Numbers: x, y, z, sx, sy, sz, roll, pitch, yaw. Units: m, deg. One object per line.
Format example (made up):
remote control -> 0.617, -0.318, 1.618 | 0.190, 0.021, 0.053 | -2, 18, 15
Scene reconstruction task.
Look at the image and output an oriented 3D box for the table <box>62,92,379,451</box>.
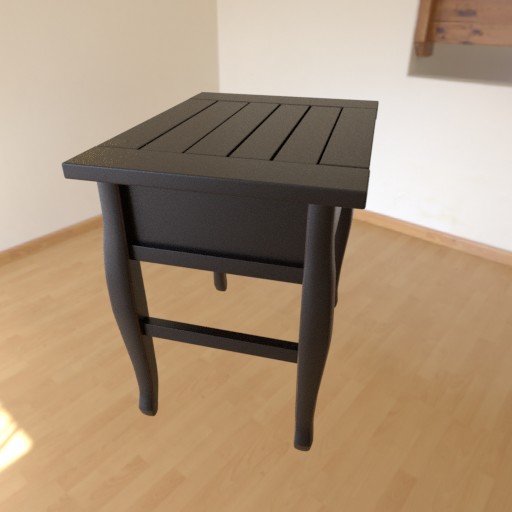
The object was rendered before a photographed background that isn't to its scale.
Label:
table -> 0.000, 0.000, 1.031 | 0.460, 0.604, 0.602 | 8, 31, 13
